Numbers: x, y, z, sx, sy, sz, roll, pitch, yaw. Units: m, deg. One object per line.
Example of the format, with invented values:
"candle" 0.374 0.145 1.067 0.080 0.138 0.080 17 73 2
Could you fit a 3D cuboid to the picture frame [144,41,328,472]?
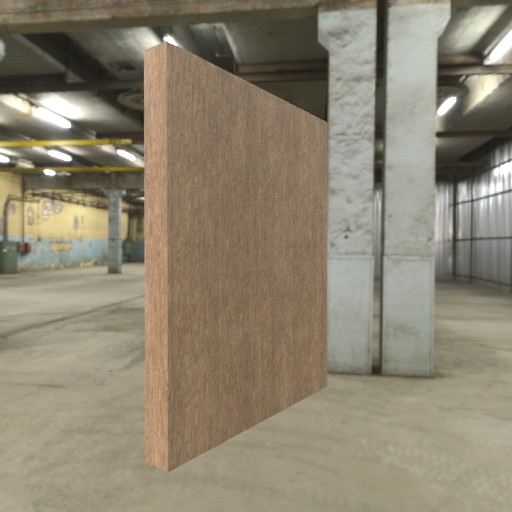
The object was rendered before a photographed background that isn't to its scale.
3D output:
"picture frame" 0.000 0.000 0.725 0.043 0.526 0.424 0 1 36
